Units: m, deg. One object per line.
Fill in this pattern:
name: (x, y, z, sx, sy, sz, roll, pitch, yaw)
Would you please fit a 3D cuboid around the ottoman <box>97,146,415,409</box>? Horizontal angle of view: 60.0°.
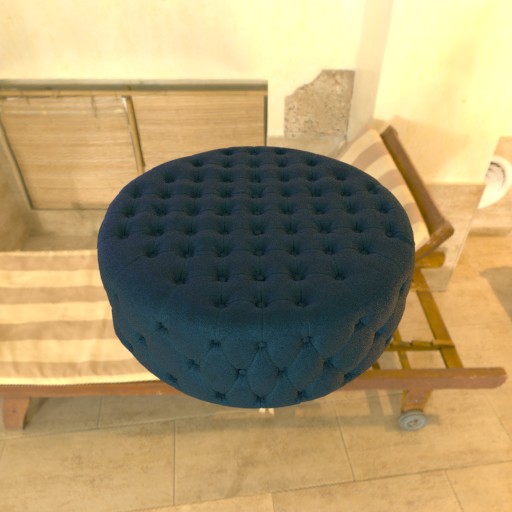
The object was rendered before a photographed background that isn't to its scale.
ottoman: (0.000, 0.000, 1.504, 0.998, 0.398, 0.998, 0, 40, 0)
